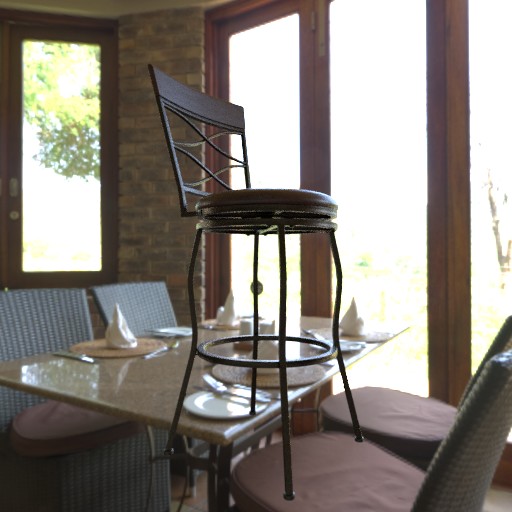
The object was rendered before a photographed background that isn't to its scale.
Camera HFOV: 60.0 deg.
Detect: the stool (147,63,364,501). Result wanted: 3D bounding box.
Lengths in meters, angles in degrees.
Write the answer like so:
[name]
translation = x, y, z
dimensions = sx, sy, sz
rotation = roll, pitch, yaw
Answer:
[stool]
translation = 0.000, 0.000, 1.342
dimensions = 0.513, 1.130, 0.448
rotation = -1, -1, 36
